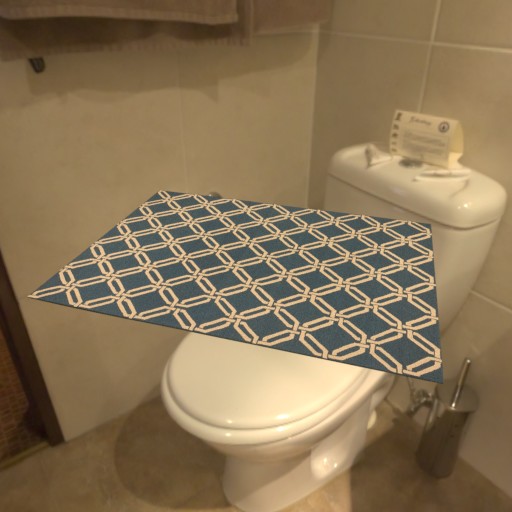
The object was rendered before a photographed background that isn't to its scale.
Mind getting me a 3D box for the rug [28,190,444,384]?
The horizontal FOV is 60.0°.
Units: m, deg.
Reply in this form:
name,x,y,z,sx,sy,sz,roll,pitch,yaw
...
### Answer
name,x,y,z,sx,sy,sz,roll,pitch,yaw
rug,0.000,0.000,4.357,3.342,0.018,2.432,9,32,14
